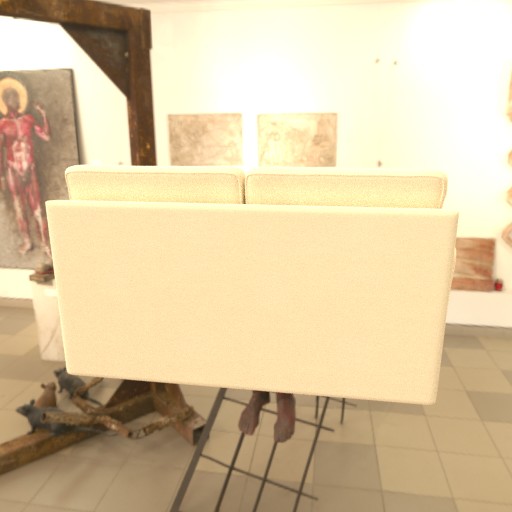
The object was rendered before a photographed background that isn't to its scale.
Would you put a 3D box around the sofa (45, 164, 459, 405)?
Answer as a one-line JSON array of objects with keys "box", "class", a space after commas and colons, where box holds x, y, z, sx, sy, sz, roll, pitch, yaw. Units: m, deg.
[{"box": [0.000, 0.000, 2.260, 1.727, 0.940, 0.991, 2, 16, 8], "class": "sofa"}]
